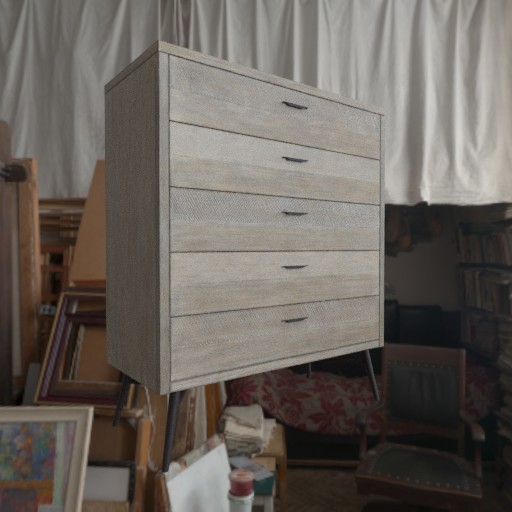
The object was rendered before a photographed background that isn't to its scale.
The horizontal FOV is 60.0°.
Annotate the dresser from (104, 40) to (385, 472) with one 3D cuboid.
[{"bbox_3d":[0.000,0.000,1.722,1.016,1.219,0.457,-1,2,-37],"label":"dresser"}]
